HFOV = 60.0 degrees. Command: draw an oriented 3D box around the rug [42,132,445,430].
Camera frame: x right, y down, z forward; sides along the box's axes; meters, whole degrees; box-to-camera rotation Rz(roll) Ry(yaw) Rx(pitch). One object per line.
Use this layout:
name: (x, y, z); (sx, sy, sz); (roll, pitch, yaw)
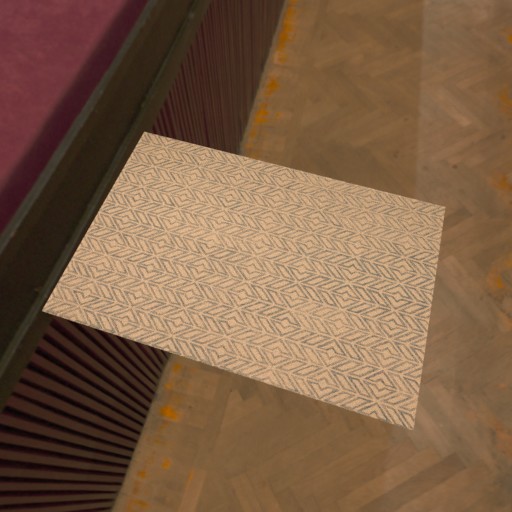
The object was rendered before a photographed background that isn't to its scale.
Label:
rug: (0.000, 0.000, 2.324); (1.824, 0.008, 1.220); (16, 64, 8)
